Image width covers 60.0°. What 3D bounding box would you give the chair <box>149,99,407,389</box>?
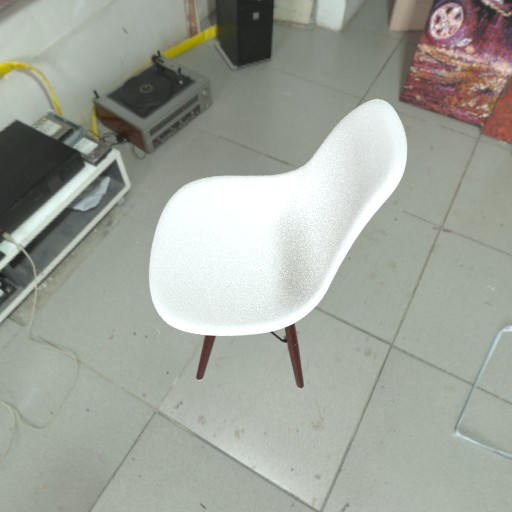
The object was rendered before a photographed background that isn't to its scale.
[{"bbox_3d":[0.000,0.000,1.140,0.533,0.826,0.470,0,58,0],"label":"chair"}]
